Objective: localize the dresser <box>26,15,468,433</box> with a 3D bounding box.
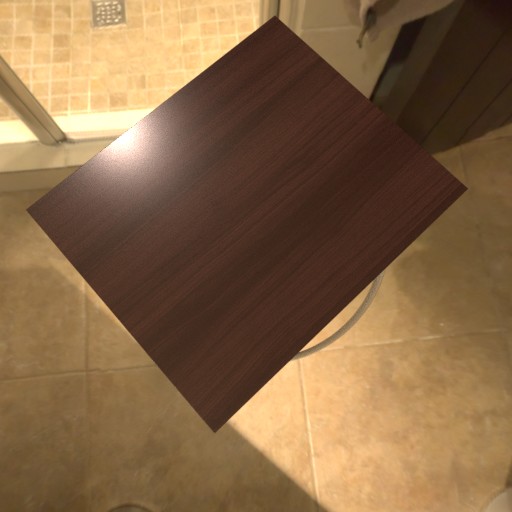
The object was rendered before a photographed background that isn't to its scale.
[{"bbox_3d":[0.000,0.000,0.746,0.400,0.470,0.360,-42,80,-10],"label":"dresser"}]
